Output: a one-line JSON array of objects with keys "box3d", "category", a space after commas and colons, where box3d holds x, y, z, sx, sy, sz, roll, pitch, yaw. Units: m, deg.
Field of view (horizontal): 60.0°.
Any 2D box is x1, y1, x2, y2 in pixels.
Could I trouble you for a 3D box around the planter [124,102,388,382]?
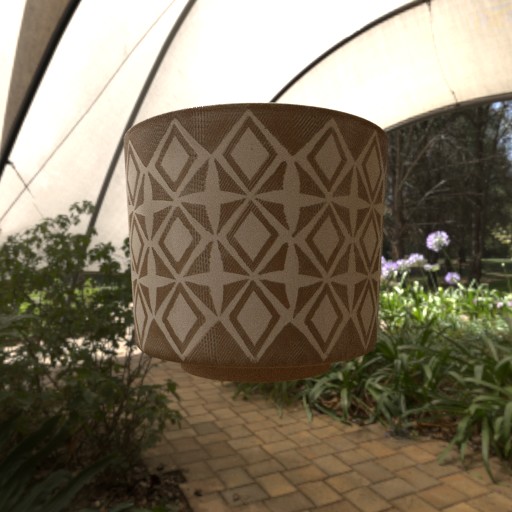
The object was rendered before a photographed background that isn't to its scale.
[{"box3d": [0.000, 0.000, 0.452, 0.260, 0.220, 0.260, 0, -2, 0], "category": "planter"}]
